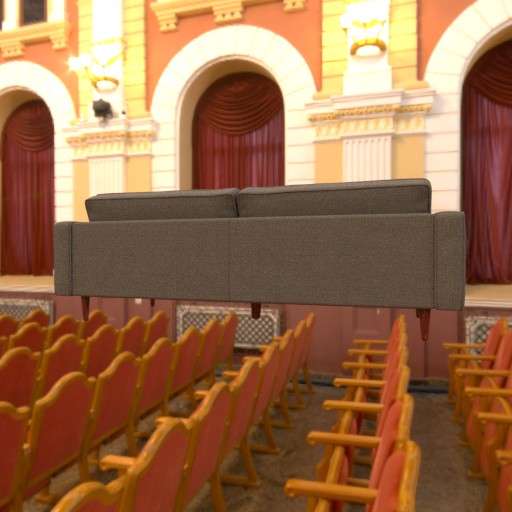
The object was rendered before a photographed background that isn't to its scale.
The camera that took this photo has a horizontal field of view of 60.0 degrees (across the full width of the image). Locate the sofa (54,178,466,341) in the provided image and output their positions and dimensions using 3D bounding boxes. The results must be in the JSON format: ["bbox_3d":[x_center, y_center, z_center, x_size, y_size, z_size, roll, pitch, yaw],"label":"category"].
[{"bbox_3d":[0.000,0.000,2.666,2.198,0.762,0.914,0,1,18],"label":"sofa"}]
